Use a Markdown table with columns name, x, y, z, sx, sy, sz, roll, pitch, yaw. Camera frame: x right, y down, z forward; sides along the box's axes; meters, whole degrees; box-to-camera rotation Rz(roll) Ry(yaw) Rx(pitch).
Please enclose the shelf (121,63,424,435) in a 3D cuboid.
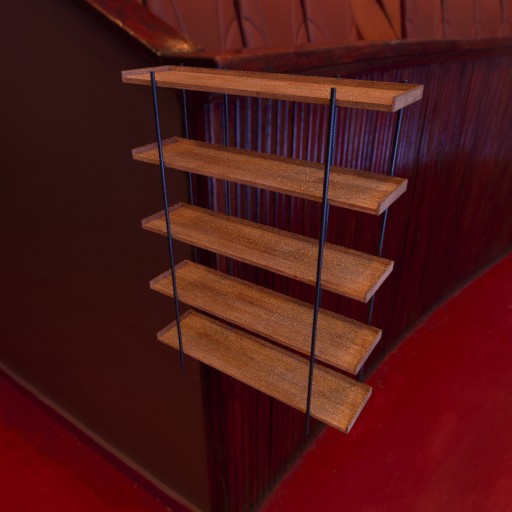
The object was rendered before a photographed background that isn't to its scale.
| name | x | y | z | sx | sy | sz | roll | pitch | yaw |
| --- | --- | --- | --- | --- | --- | --- | --- | --- | --- |
| shelf | 0.000 | 0.000 | 2.395 | 1.371 | 1.826 | 0.379 | 18 | 33 | 29 |
